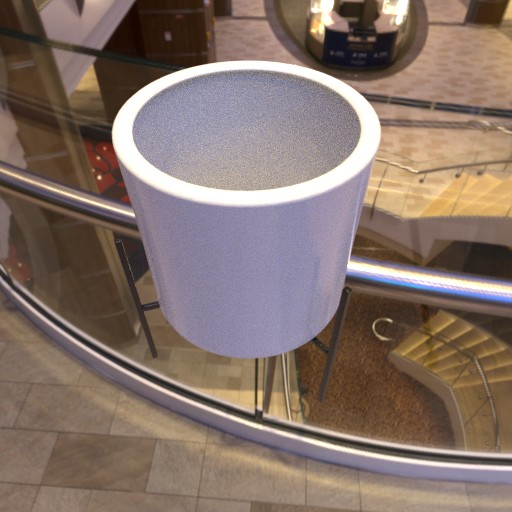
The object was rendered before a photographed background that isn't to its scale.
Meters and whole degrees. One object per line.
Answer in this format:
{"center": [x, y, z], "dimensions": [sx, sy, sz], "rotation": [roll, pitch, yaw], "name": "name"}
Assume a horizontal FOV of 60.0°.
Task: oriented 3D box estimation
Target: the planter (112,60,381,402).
{"center": [0.000, 0.000, 0.714], "dimensions": [0.360, 0.480, 0.361], "rotation": [-33, 55, -27], "name": "planter"}
